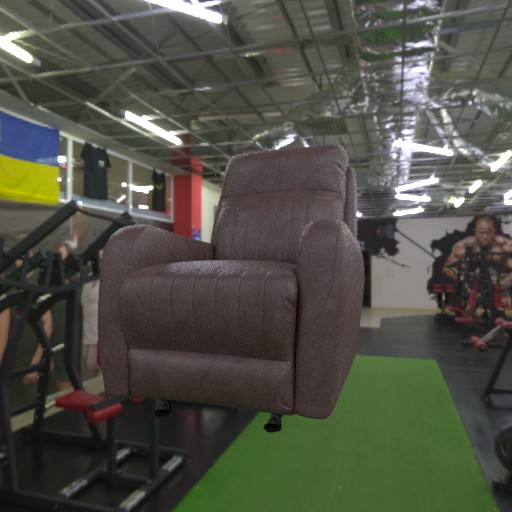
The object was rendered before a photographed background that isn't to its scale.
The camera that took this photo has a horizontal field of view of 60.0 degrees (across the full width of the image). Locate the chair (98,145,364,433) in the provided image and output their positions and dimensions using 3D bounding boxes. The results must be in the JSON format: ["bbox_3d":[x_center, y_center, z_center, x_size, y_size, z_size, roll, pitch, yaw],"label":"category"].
[{"bbox_3d":[0.000,0.000,1.828,0.865,1.067,1.067,0,-1,20],"label":"chair"}]
